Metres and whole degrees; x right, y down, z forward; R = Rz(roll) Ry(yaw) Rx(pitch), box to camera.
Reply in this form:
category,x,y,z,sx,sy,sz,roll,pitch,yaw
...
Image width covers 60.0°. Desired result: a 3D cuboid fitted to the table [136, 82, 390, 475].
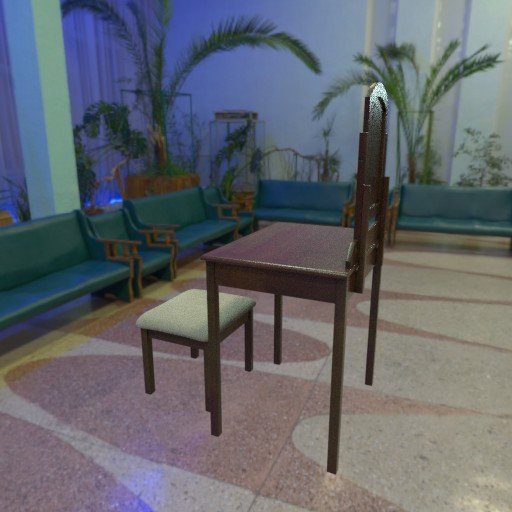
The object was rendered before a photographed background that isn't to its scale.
category,x,y,z,sx,sy,sz,roll,pitch,yaw
table,0.000,0.000,2.302,1.211,1.631,0.876,7,16,24
